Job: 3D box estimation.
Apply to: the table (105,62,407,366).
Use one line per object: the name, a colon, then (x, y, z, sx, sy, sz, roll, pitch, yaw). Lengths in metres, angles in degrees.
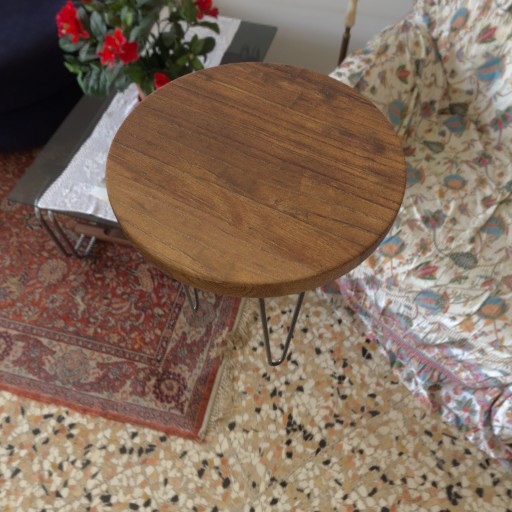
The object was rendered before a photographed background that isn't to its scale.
table: (0.000, 0.000, 0.813, 0.400, 0.520, 0.400, 0, 58, 0)
